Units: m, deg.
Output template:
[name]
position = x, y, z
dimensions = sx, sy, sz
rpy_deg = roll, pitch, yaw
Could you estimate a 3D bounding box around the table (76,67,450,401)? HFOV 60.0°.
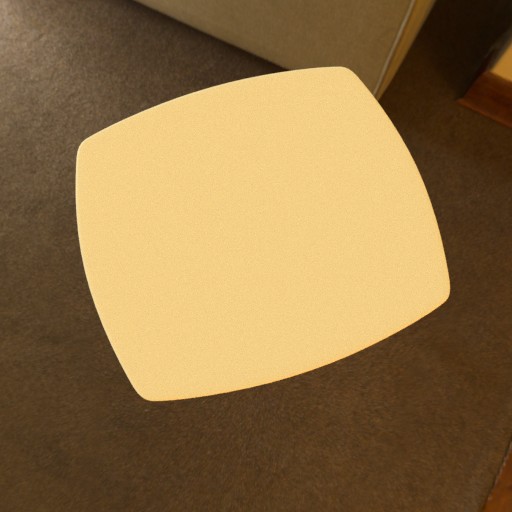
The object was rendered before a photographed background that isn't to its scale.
[table]
position = 0.000, 0.000, 0.847
dimensions = 0.502, 0.438, 0.451
rpy_deg = -18, 76, -5
